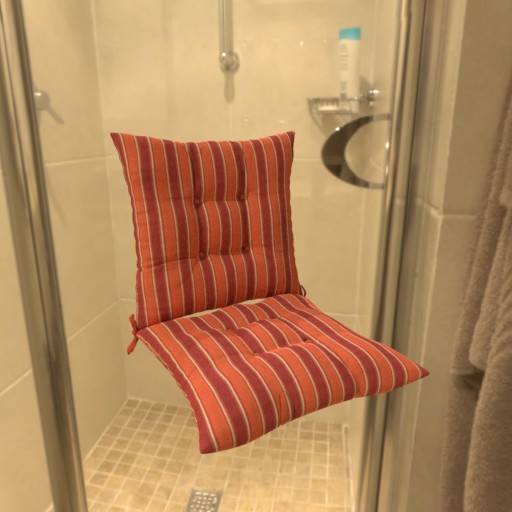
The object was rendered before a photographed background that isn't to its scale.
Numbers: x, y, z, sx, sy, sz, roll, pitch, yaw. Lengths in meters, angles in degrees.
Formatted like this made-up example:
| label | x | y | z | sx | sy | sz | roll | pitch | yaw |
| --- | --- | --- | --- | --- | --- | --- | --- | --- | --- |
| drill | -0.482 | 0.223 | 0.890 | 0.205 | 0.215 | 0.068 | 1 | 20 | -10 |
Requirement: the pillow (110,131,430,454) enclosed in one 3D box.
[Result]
| label | x | y | z | sx | sy | sz | roll | pitch | yaw |
| --- | --- | --- | --- | --- | --- | --- | --- | --- | --- |
| pillow | 0.000 | 0.000 | 0.990 | 0.541 | 0.536 | 0.585 | -8 | 18 | -27 |
